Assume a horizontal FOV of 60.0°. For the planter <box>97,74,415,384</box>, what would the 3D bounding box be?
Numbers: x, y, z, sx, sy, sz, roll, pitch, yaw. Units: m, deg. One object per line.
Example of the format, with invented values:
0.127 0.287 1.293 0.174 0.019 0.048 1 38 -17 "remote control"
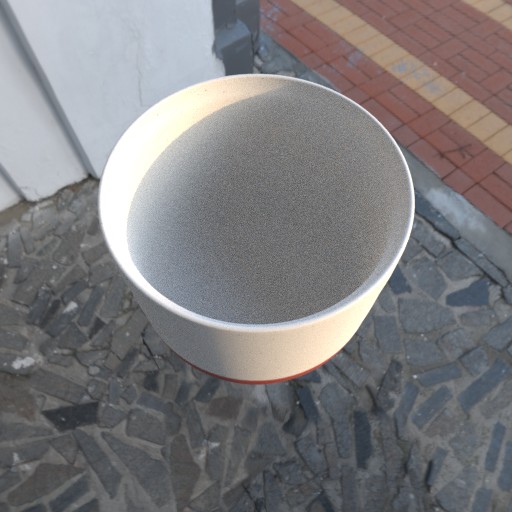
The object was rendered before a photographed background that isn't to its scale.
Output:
0.000 0.000 0.494 0.268 0.270 0.268 0 62 0 "planter"
